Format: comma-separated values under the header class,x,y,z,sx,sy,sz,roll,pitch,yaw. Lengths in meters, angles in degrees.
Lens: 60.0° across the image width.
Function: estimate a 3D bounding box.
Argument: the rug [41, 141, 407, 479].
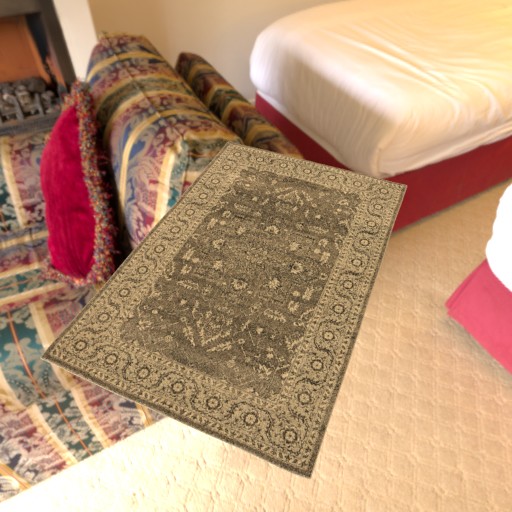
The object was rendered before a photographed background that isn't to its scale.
class,x,y,z,sx,sy,sz,roll,pitch,yaw
rug,0.000,0.000,2.281,1.209,0.019,1.828,18,49,16
